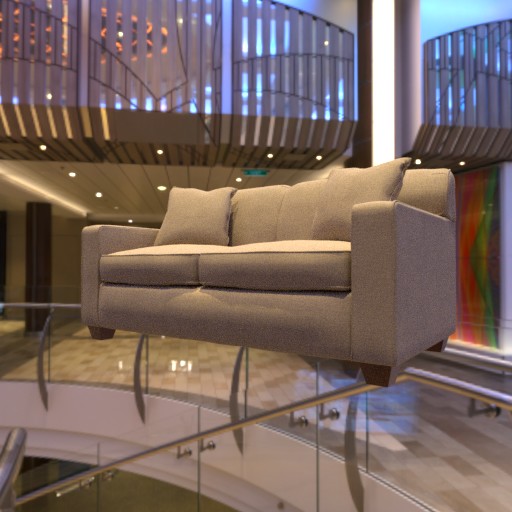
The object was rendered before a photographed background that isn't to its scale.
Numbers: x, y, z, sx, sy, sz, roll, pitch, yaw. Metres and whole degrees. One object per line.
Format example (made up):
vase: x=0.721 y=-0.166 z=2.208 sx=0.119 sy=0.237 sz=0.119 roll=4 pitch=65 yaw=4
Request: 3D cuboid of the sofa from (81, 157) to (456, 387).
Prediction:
sofa: x=0.000 y=0.000 z=2.406 sx=1.846 sy=0.958 sz=0.998 roll=-1 pitch=-1 yaw=36
